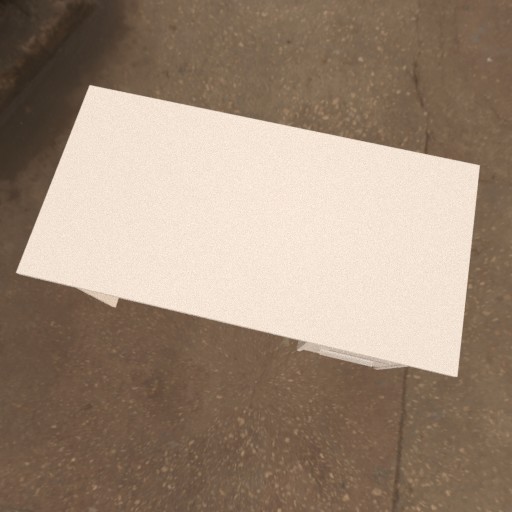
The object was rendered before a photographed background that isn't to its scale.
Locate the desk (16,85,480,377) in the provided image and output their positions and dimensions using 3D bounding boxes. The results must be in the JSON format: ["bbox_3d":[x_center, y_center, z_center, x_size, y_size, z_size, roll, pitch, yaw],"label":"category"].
[{"bbox_3d":[0.000,0.000,1.497,1.097,0.735,0.560,13,75,4],"label":"desk"}]
